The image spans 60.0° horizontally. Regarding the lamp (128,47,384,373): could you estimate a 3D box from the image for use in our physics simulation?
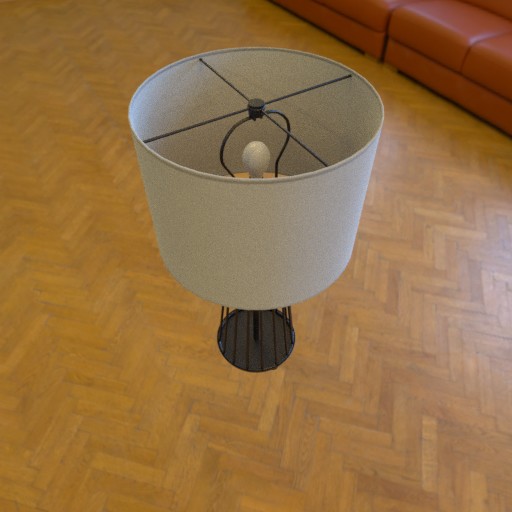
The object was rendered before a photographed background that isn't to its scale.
[{"bbox_3d":[0.000,0.000,0.786,0.322,0.593,0.322,-25,53,-21],"label":"lamp"}]
